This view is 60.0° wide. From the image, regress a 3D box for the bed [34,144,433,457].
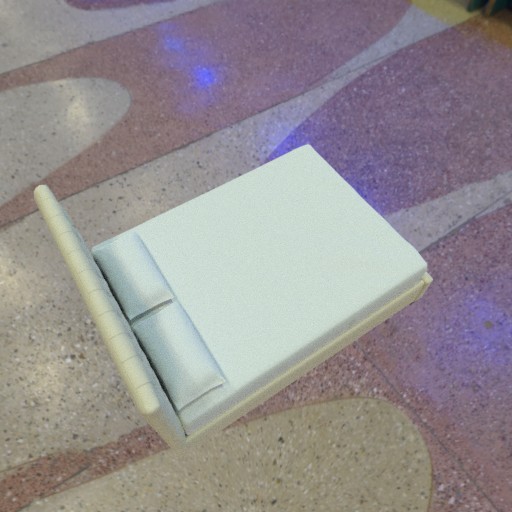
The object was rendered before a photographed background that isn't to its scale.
[{"bbox_3d":[0.000,0.000,3.404,2.387,1.427,1.698,-29,62,-17],"label":"bed"}]
